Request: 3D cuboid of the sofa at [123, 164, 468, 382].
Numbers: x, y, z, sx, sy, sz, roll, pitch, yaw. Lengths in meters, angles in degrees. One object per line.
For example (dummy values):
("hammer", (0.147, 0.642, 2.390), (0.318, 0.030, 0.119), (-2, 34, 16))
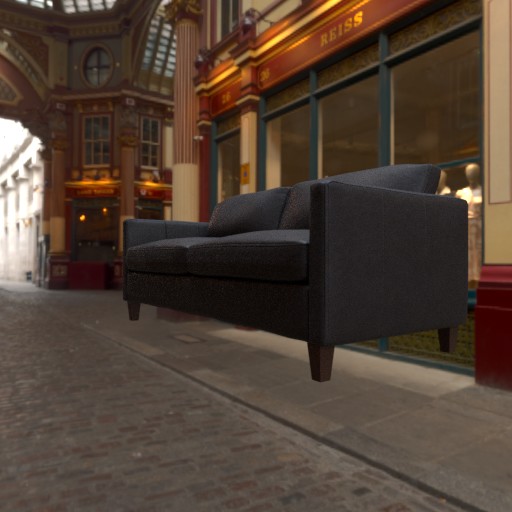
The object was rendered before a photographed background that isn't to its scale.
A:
("sofa", (0.000, 0.000, 2.473), (0.933, 0.863, 1.971), (0, 0, -36))
